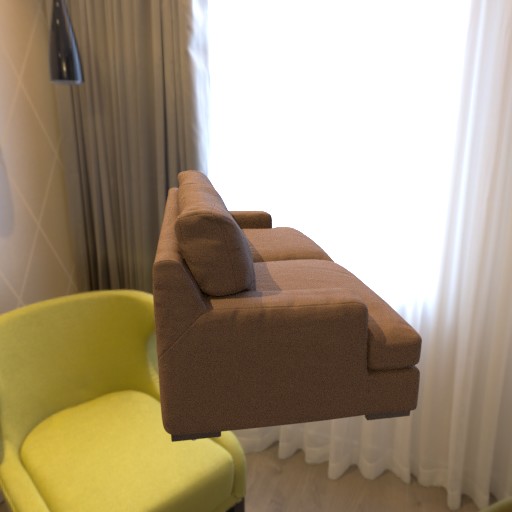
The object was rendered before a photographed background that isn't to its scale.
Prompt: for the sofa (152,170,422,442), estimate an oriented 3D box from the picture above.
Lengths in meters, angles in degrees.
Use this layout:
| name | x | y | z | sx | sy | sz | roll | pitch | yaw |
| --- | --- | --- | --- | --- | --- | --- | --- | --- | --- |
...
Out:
| name | x | y | z | sx | sy | sz | roll | pitch | yaw |
| --- | --- | --- | --- | --- | --- | --- | --- | --- | --- |
| sofa | 0.000 | 0.000 | 2.826 | 1.140 | 0.950 | 2.274 | -3 | 16 | -9 |
